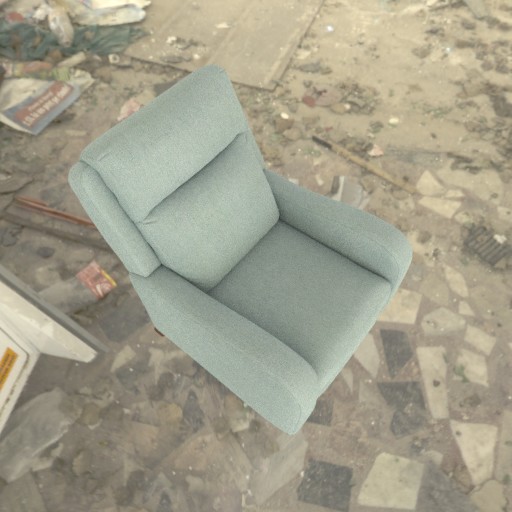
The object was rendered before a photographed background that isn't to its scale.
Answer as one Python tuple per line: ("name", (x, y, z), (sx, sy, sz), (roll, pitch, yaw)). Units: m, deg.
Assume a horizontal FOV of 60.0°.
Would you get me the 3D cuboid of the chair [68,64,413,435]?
("chair", (0.000, 0.000, 1.731), (0.988, 1.067, 0.785), (33, 62, 20))
